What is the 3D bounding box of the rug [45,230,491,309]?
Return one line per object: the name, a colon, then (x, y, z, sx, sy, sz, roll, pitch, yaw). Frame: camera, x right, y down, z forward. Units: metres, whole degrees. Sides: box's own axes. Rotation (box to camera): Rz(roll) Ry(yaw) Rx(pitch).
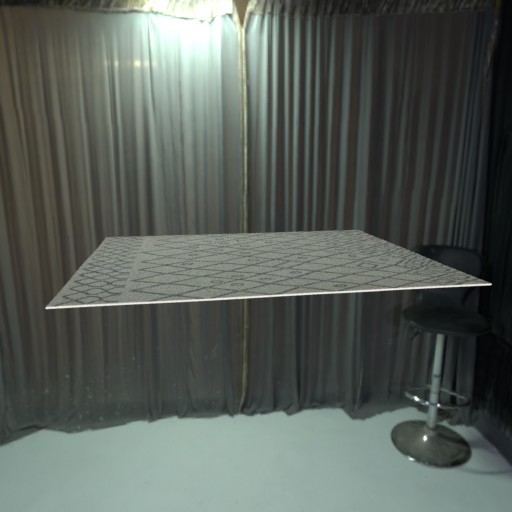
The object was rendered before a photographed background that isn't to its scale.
rug: (0.000, 0.000, 4.129, 3.046, 0.015, 2.446, -2, 13, -10)
